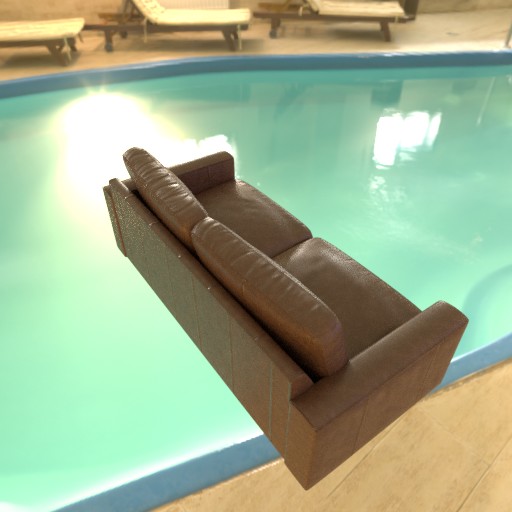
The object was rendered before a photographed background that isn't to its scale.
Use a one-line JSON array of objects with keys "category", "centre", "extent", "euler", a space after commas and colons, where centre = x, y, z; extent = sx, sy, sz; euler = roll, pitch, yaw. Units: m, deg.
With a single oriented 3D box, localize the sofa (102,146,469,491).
[{"category": "sofa", "centre": [0.000, 0.000, 2.631], "extent": [1.016, 0.873, 2.179], "euler": [-25, 46, -27]}]
